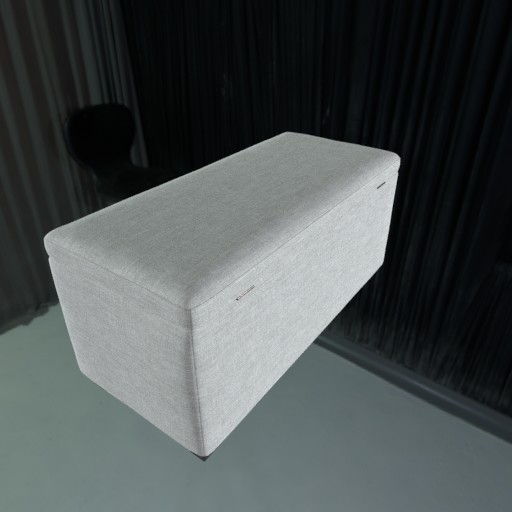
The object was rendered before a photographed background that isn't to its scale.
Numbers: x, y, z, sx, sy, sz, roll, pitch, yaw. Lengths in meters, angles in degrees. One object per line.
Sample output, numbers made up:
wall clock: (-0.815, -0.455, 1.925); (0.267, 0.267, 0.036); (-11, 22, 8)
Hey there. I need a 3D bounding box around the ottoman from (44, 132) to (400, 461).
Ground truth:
ottoman: (0.000, 0.000, 1.161); (0.419, 0.432, 0.902); (21, 37, 30)
